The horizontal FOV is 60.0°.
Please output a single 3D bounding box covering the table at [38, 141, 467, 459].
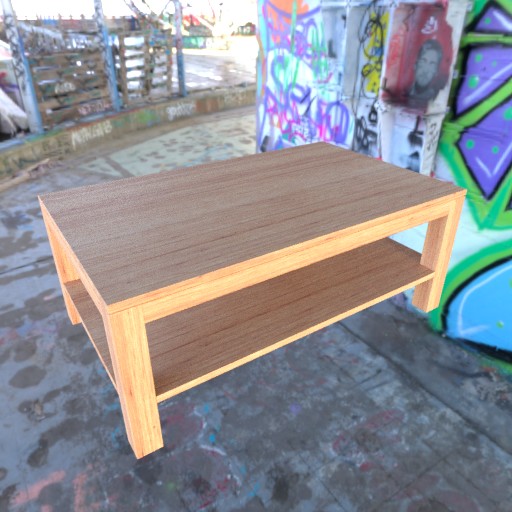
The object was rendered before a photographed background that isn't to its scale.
[{"bbox_3d":[0.000,0.000,1.492,1.146,0.457,0.695,-18,34,-29],"label":"table"}]
